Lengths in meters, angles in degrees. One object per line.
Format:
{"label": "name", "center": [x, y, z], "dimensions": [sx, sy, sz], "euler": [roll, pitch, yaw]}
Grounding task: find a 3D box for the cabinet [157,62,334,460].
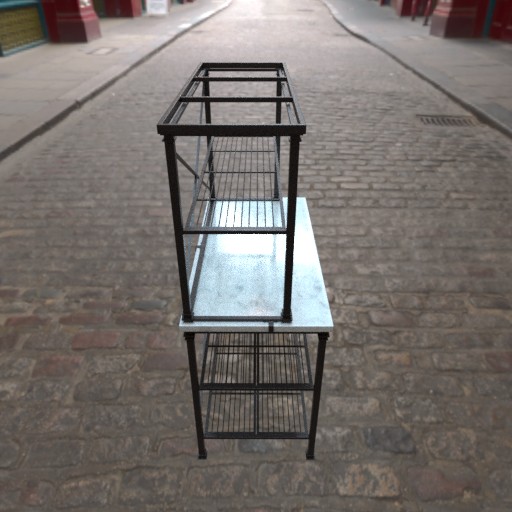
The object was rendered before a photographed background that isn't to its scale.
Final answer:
{"label": "cabinet", "center": [0.000, 0.000, 2.263], "dimensions": [0.610, 1.659, 1.210], "euler": [0, 32, 0]}
